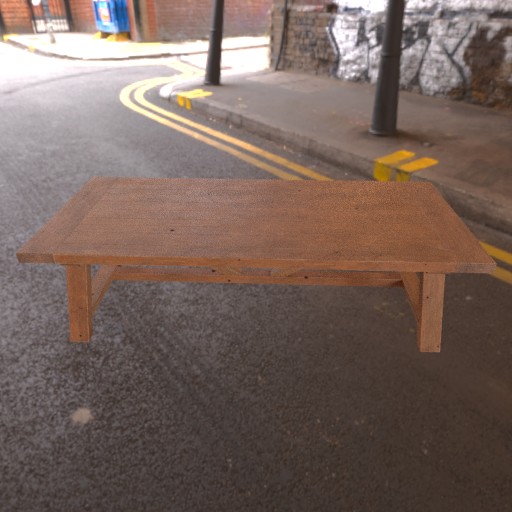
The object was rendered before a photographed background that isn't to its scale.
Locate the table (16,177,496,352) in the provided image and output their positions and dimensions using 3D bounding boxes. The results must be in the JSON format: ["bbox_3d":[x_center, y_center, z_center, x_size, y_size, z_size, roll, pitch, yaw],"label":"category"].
[{"bbox_3d":[0.000,0.000,2.127,1.800,0.465,0.820,1,31,2],"label":"table"}]
